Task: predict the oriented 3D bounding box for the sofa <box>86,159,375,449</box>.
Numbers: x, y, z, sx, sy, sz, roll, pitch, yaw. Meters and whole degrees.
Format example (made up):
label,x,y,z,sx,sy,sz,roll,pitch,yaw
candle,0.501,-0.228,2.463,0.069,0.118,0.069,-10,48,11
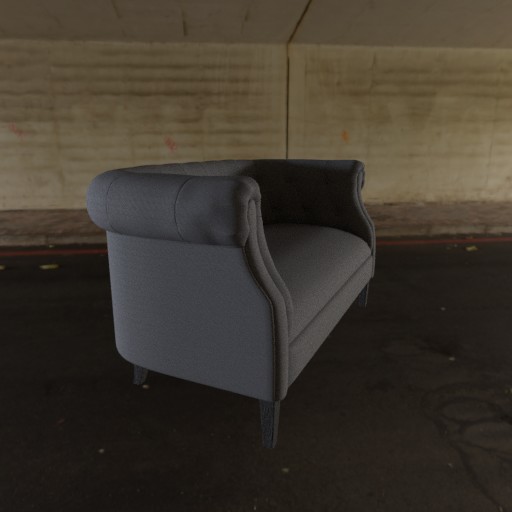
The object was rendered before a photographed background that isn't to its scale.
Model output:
label,x,y,z,sx,sy,sz,roll,pitch,yaw
sofa,0.000,0.000,2.015,0.835,0.827,1.558,7,16,24
